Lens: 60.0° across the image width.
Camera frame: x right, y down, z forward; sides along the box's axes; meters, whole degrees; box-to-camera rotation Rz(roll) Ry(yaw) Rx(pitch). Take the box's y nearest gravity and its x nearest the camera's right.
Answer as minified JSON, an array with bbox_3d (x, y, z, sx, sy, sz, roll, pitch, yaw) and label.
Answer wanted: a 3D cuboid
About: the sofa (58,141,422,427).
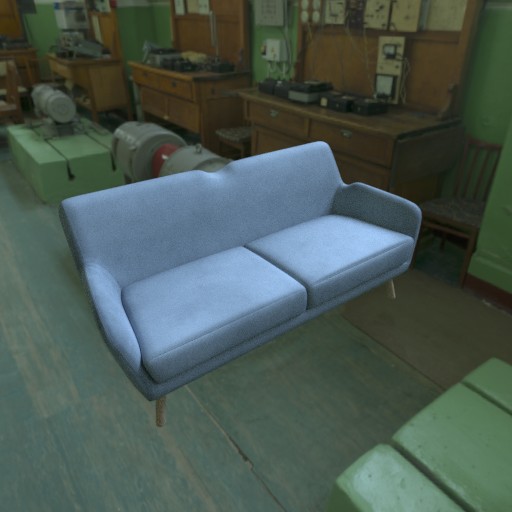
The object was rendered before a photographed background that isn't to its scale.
[{"bbox_3d":[0.000,0.000,2.375,1.870,0.810,0.850,-21,36,-32],"label":"sofa"}]
